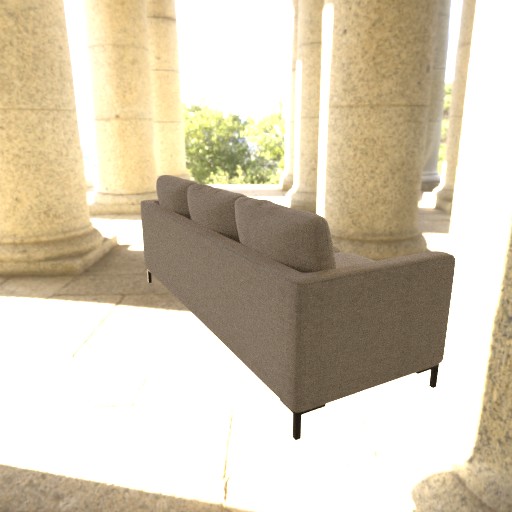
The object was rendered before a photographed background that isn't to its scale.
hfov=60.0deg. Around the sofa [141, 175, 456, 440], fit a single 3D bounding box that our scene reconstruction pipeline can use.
[{"bbox_3d":[0.000,0.000,2.744,0.859,0.874,2.218,-8,18,-27],"label":"sofa"}]
